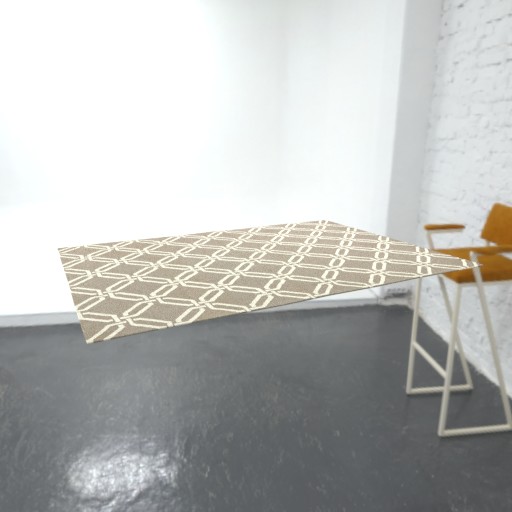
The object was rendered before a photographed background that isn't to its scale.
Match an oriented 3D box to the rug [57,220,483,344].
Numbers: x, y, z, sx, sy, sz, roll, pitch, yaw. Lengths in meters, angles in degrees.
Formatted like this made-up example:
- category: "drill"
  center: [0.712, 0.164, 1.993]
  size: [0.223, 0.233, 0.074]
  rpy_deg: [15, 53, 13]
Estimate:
- category: "rug"
  center: [0.000, 0.000, 4.320]
  size: [3.419, 0.020, 2.441]
  rpy_deg: [-8, 17, -26]
